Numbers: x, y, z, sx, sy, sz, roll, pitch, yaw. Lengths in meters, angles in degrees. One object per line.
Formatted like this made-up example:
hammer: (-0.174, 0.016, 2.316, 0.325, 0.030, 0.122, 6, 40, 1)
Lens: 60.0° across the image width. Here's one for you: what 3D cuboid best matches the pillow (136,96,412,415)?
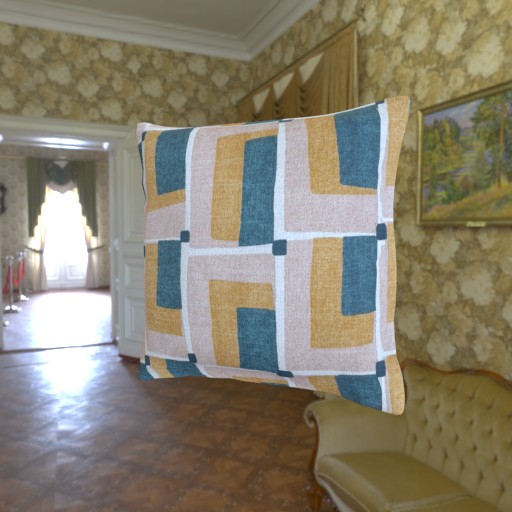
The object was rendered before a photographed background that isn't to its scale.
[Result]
pillow: (0.000, 0.000, 0.733, 0.478, 0.479, 0.158, 1, 3, 21)
